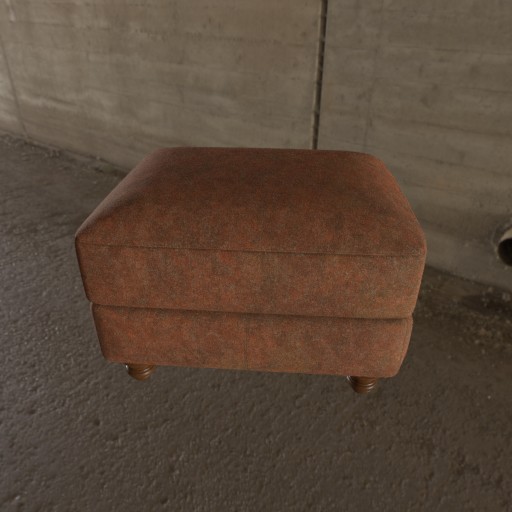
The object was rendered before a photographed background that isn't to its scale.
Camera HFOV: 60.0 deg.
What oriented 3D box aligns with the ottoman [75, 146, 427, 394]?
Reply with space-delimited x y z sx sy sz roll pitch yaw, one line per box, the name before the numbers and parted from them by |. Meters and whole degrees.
ottoman | 0.000 0.000 1.231 0.787 0.508 0.635 2 31 4
